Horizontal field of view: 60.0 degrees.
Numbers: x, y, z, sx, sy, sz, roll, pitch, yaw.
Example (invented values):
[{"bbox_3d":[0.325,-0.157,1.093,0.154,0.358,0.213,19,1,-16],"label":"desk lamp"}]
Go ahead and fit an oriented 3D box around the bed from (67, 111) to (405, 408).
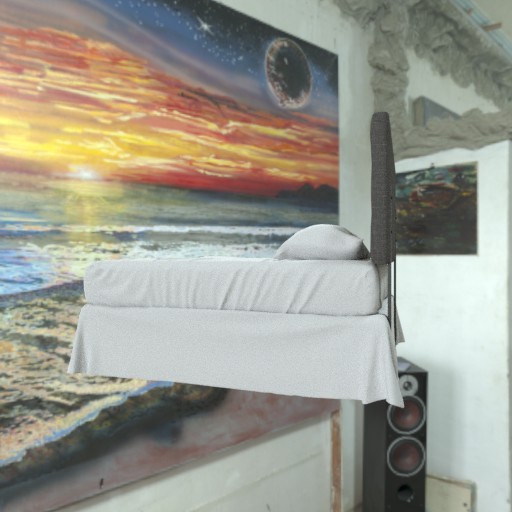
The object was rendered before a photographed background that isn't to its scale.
[{"bbox_3d":[0.000,0.000,3.479,2.222,1.577,1.936,0,0,19],"label":"bed"}]
